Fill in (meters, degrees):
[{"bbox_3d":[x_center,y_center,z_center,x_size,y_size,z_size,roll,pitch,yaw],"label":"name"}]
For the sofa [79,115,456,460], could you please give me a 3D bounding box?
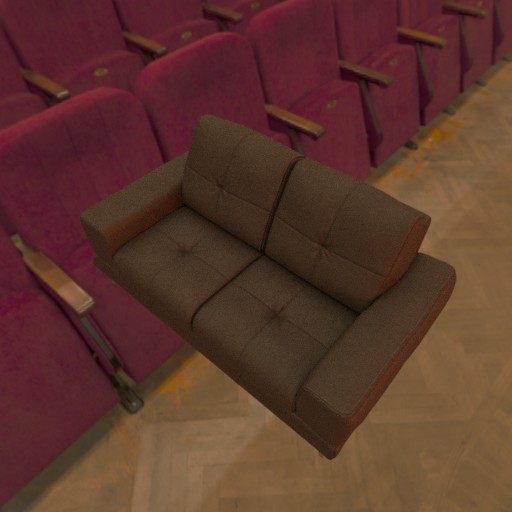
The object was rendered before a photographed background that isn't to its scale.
[{"bbox_3d":[0.000,0.000,2.357,1.806,0.907,1.018,33,55,27],"label":"sofa"}]
